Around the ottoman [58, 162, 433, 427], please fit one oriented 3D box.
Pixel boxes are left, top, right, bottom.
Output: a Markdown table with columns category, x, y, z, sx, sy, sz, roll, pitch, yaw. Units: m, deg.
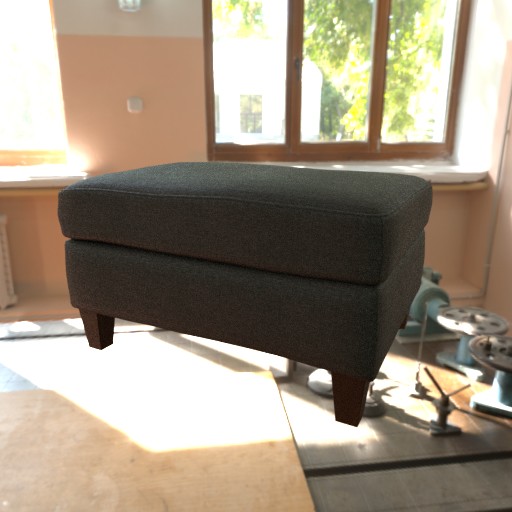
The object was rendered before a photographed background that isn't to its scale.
| category | x | y | z | sx | sy | sz | roll | pitch | yaw |
| --- | --- | --- | --- | --- | --- | --- | --- | --- | --- |
| ottoman | 0.000 | 0.000 | 1.219 | 0.826 | 0.496 | 0.639 | 8 | 18 | 26 |
